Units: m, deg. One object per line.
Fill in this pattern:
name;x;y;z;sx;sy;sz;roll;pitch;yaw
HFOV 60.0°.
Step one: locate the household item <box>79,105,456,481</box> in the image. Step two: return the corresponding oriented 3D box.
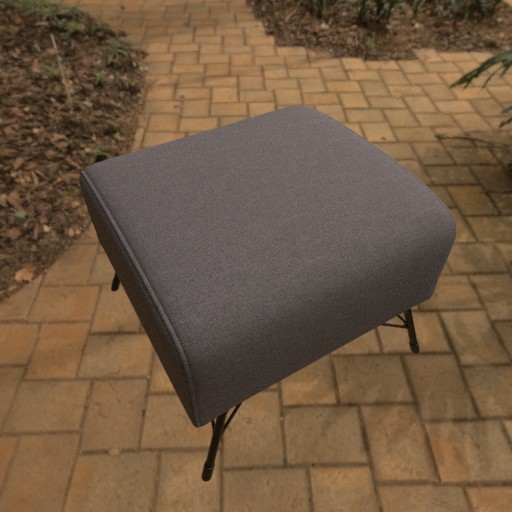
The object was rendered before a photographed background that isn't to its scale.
household item;0.000;0.000;0.892;0.530;0.410;0.530;-23;50;-21
